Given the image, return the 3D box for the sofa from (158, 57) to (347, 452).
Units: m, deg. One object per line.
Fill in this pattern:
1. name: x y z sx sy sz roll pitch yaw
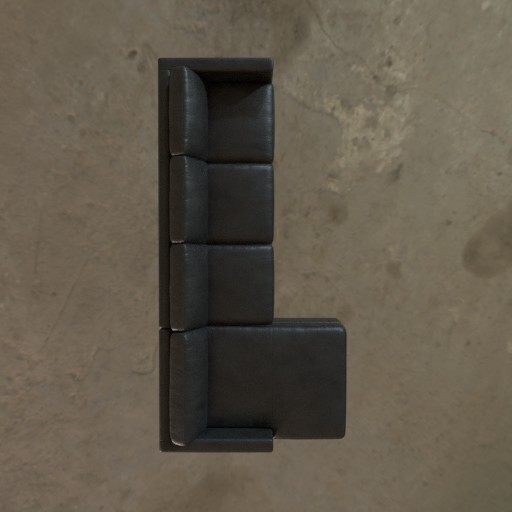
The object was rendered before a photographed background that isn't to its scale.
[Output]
1. sofa: 0.000 0.000 3.878 1.581 0.883 3.203 0 91 0
